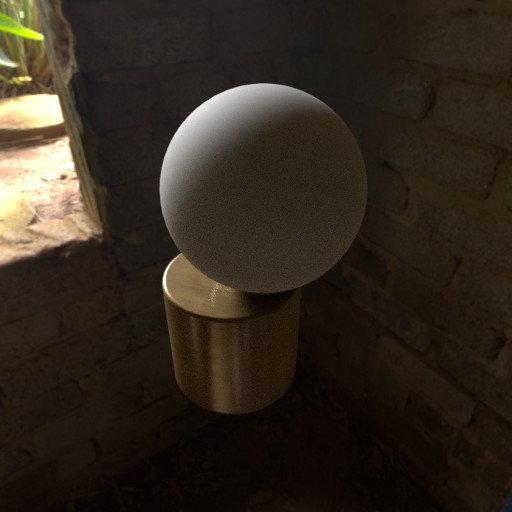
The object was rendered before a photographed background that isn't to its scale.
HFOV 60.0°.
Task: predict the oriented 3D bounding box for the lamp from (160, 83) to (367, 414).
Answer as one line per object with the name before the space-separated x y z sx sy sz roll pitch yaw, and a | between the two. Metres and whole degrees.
lamp | 0.000 0.000 0.341 0.152 0.250 0.141 11 35 16
